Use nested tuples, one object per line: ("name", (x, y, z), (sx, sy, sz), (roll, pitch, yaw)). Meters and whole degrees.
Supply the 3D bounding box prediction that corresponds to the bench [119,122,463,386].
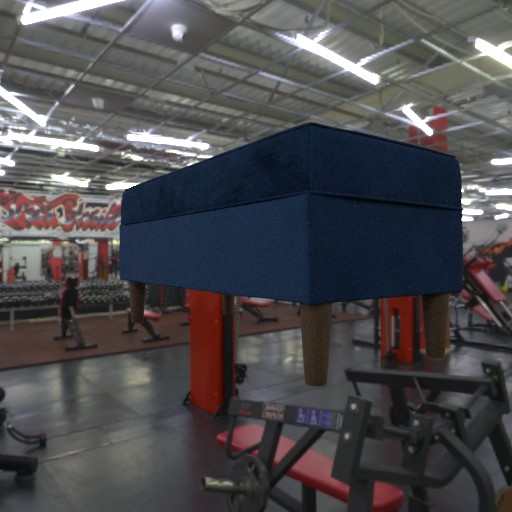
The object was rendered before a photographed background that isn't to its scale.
("bench", (0.000, 0.000, 1.294), (0.489, 0.467, 1.010), (0, 0, -35))
